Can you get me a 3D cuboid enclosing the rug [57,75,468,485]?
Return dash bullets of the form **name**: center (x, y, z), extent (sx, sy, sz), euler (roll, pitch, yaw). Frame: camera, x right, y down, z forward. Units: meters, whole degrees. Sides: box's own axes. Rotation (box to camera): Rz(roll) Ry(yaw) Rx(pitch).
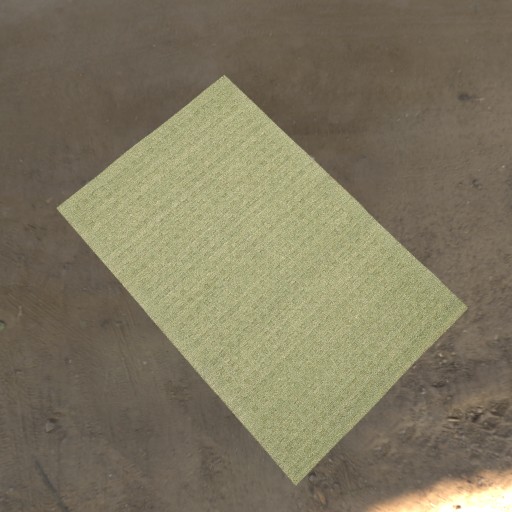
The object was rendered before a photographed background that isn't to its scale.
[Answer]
- **rug**: center (0.000, 0.000, 2.176), extent (1.143, 0.006, 1.747), euler (-42, 79, -10)
